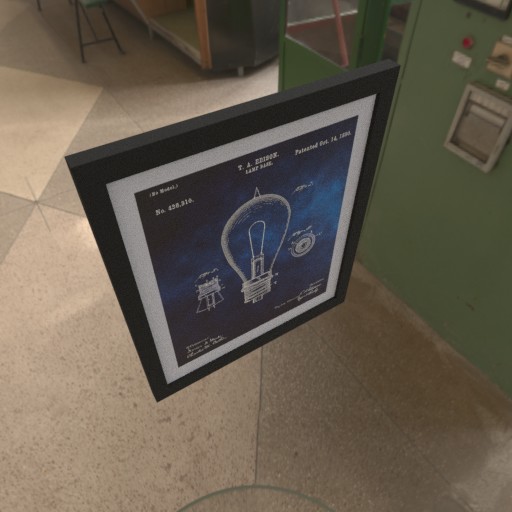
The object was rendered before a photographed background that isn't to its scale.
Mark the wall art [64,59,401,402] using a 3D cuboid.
[{"bbox_3d":[0.000,0.000,0.688,0.428,0.505,0.023,-24,51,-21],"label":"wall art"}]
